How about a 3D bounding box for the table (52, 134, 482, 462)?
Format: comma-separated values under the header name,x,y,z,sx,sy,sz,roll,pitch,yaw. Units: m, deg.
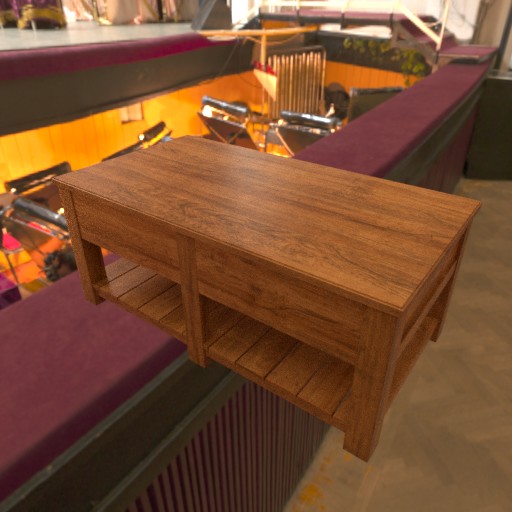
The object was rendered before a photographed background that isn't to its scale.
name,x,y,z,sx,sy,sz,roll,pitch,yaw
table,0.000,0.000,1.461,1.150,0.480,0.635,21,37,31
